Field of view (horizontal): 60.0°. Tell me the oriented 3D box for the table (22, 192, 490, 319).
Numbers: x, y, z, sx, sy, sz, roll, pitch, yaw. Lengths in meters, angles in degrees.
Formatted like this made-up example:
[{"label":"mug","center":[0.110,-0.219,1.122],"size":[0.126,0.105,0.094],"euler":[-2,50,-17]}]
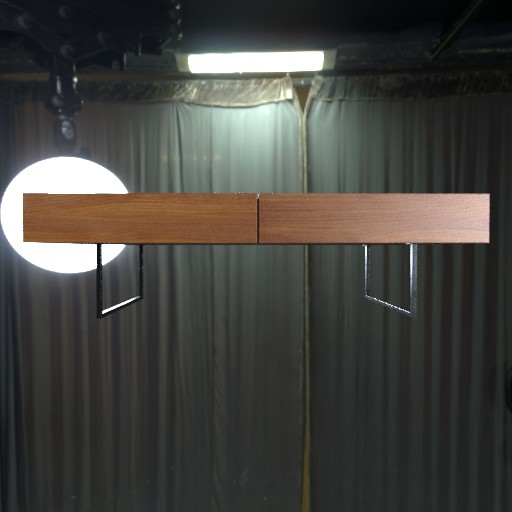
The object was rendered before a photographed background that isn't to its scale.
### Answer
[{"label":"table","center":[0.000,0.000,1.439],"size":[1.194,0.330,0.610],"euler":[0,1,-1]}]
